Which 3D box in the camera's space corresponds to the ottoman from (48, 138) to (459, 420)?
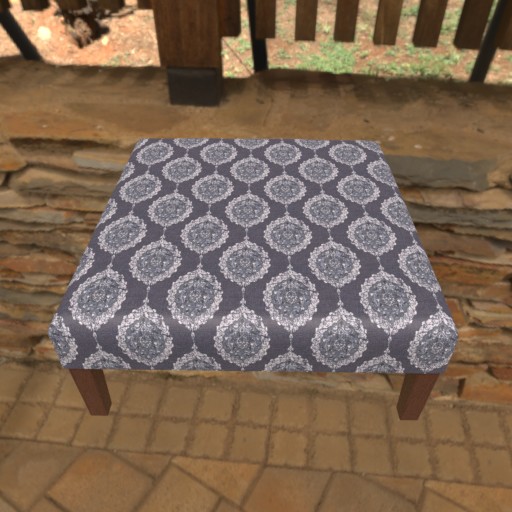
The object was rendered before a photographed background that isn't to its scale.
[{"bbox_3d":[0.000,0.000,1.374,0.889,0.409,0.890,1,41,1],"label":"ottoman"}]
